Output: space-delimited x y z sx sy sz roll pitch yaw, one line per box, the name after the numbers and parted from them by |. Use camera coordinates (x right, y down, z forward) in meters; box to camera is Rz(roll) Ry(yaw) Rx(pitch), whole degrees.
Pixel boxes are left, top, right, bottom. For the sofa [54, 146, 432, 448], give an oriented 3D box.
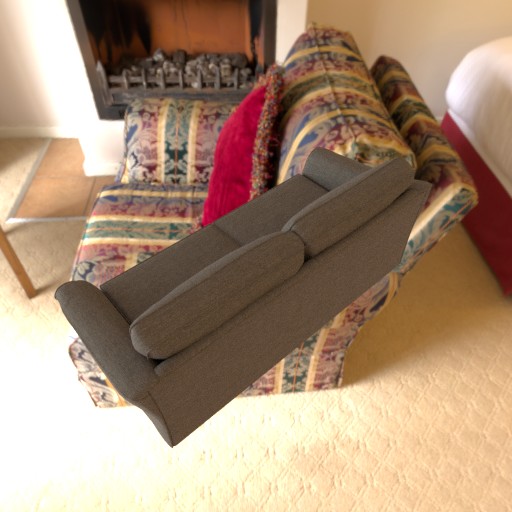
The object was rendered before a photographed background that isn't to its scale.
0.000 0.000 2.813 2.270 0.950 0.971 -33 55 -27 | sofa
